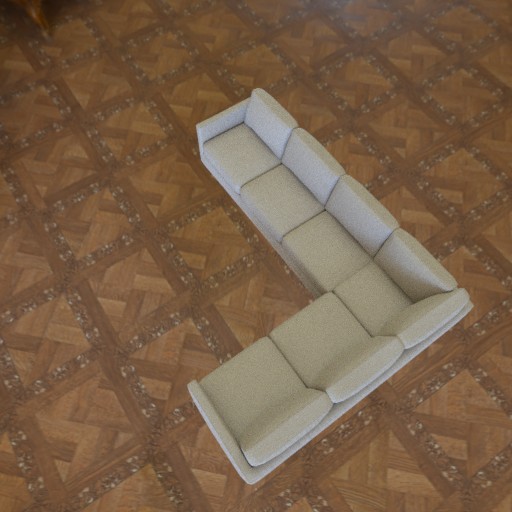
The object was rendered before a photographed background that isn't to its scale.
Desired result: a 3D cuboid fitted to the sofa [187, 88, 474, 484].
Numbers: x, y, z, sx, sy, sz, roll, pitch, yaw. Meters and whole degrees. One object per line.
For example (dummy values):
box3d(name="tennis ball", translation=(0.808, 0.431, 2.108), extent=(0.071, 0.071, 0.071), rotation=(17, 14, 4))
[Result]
box3d(name="sofa", translation=(0.000, 0.000, 4.469), extent=(2.522, 0.934, 3.333), rotation=(-32, 67, -16))
